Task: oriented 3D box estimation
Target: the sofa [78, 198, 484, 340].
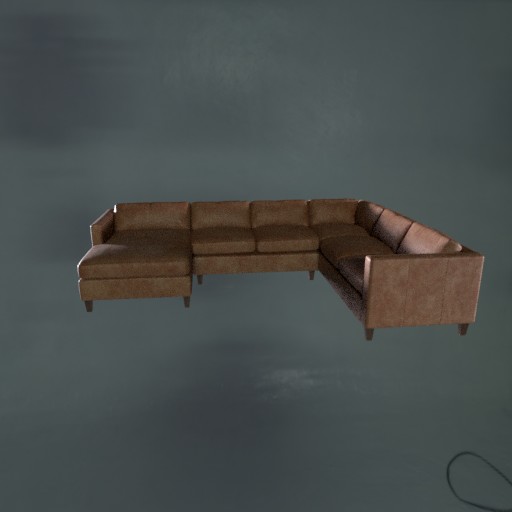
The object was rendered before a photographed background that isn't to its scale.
[{"bbox_3d":[0.000,0.000,4.579,3.401,0.832,2.430,-2,17,-6],"label":"sofa"}]
